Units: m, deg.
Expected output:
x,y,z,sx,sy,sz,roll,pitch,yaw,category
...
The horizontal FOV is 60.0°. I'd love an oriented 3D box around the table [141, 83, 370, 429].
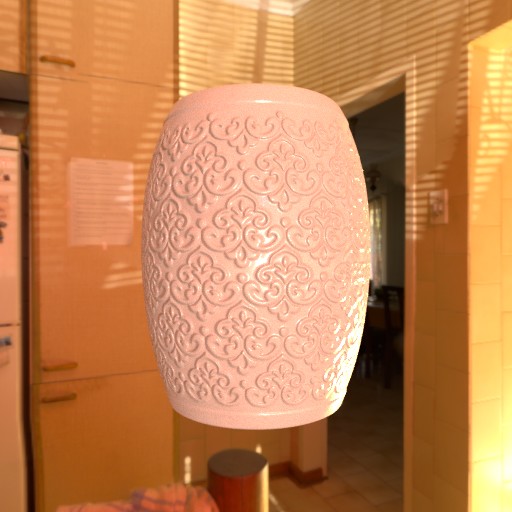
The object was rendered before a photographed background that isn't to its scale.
x,y,z,sx,sy,sz,roll,pitch,yaw,category
0.000,0.000,0.617,0.309,0.397,0.309,0,0,0,table
